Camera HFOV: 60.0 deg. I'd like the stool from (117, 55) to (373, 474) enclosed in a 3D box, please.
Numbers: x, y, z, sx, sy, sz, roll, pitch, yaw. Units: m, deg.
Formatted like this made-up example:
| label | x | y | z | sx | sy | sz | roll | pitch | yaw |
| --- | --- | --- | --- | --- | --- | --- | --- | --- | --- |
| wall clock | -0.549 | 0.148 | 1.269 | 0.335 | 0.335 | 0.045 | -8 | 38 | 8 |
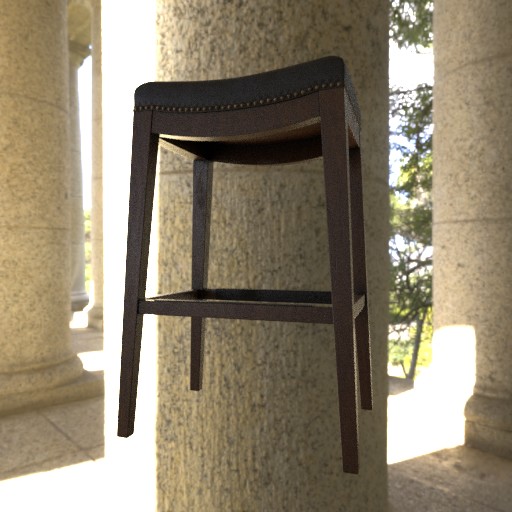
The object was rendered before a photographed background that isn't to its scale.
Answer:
| label | x | y | z | sx | sy | sz | roll | pitch | yaw |
| --- | --- | --- | --- | --- | --- | --- | --- | --- | --- |
| stool | 0.000 | 0.000 | 1.024 | 0.500 | 0.765 | 0.361 | 0 | 0 | 19 |
